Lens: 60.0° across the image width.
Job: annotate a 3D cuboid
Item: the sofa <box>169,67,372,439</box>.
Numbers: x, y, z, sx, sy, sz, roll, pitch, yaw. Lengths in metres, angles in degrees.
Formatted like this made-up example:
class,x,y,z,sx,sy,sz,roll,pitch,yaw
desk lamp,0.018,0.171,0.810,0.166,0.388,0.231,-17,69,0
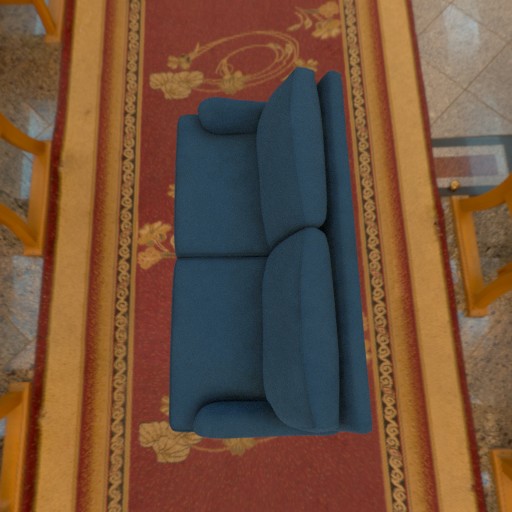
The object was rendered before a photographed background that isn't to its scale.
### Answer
class,x,y,z,sx,sy,sz,roll,pitch,yaw
sofa,0.000,0.000,2.834,1.084,1.101,2.141,-1,74,0
